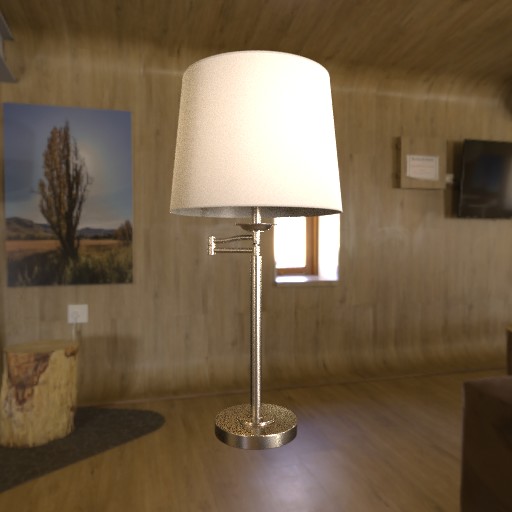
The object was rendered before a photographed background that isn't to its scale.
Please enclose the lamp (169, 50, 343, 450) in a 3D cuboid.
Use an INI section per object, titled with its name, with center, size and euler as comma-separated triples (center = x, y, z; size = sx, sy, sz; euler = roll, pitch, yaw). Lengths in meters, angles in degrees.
[lamp]
center = 0.000, 0.000, 0.870
size = 0.333, 0.696, 0.333
euler = 0, 2, 0
